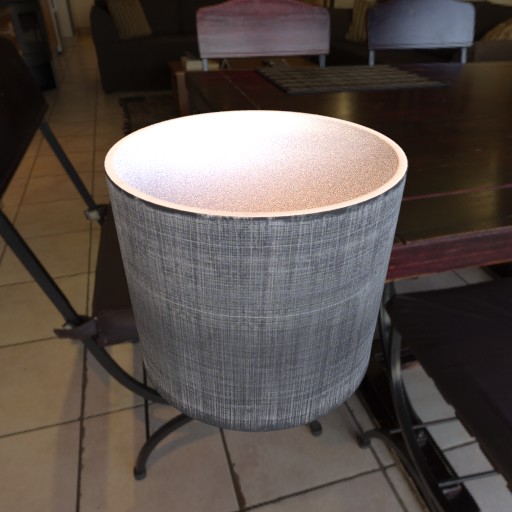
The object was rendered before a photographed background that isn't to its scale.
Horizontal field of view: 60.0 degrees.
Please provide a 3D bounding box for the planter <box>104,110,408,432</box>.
[{"bbox_3d":[0.000,0.000,0.444,0.254,0.221,0.254,0,33,0],"label":"planter"}]
